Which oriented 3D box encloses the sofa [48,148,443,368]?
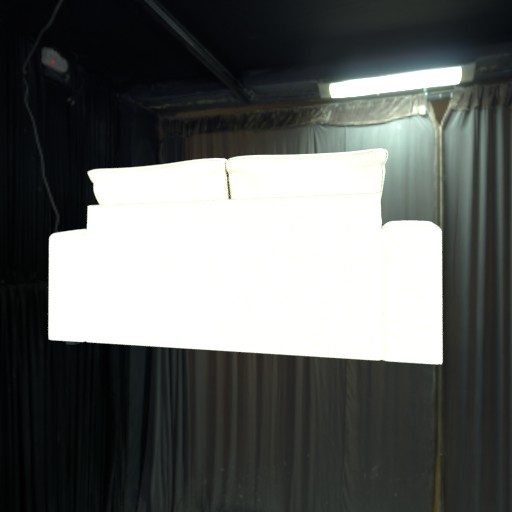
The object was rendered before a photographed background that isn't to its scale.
[{"bbox_3d":[0.000,0.000,2.388,1.754,0.875,1.091,0,-1,17],"label":"sofa"}]
